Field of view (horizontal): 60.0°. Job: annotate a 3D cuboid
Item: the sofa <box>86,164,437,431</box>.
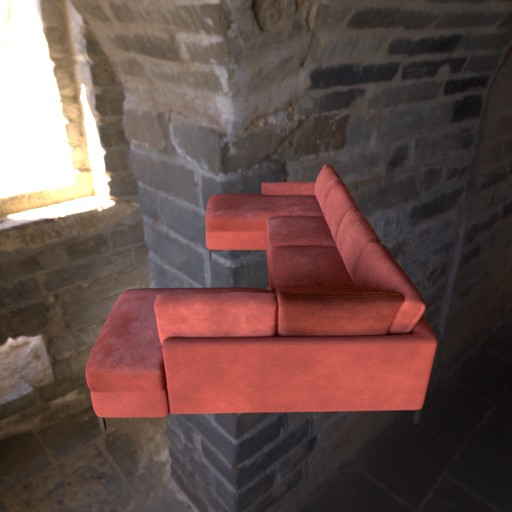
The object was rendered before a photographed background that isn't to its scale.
[{"bbox_3d":[0.000,0.000,3.770,1.981,0.858,2.971,0,27,-1],"label":"sofa"}]
